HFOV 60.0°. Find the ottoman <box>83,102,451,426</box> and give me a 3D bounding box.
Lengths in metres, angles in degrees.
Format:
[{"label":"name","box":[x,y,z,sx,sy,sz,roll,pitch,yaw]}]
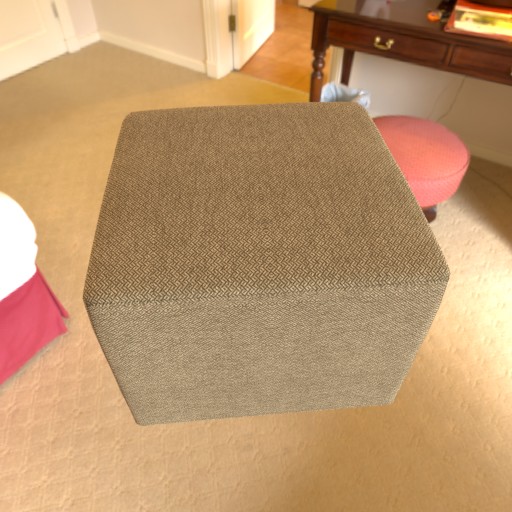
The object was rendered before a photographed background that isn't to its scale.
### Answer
[{"label":"ottoman","box":[0.000,0.000,0.902,0.519,0.453,0.512,-4,46,-4]}]
